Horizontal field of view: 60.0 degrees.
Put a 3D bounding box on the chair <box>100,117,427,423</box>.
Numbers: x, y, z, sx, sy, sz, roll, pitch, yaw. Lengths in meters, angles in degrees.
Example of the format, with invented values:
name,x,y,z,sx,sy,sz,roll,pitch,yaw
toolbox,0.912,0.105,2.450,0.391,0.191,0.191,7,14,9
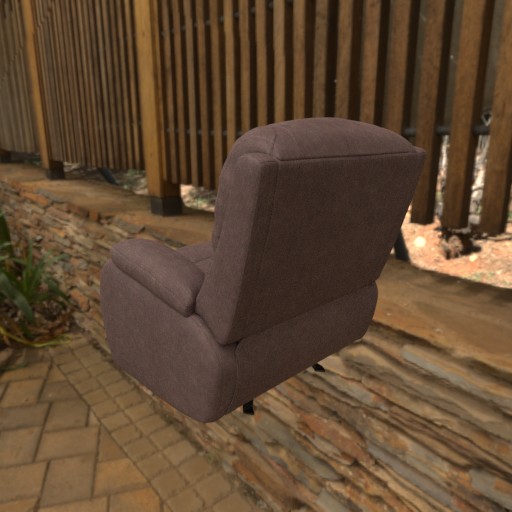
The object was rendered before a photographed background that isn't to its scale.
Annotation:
name,x,y,z,sx,sy,sz,roll,pitch,yaw
chair,0.000,0.000,1.717,0.930,1.011,0.899,-15,21,-42
